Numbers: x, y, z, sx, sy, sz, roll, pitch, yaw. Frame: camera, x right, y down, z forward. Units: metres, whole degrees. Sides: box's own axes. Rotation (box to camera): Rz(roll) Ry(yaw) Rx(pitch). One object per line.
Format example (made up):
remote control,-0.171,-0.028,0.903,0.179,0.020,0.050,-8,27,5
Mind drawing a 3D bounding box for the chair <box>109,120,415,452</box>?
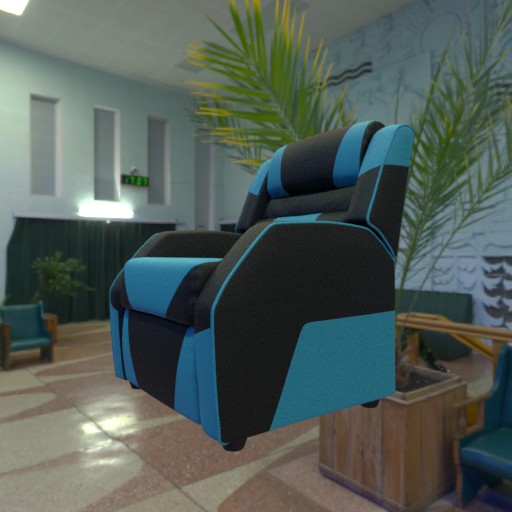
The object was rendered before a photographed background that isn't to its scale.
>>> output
chair,0.000,0.000,1.291,0.672,0.805,0.620,0,0,-36
